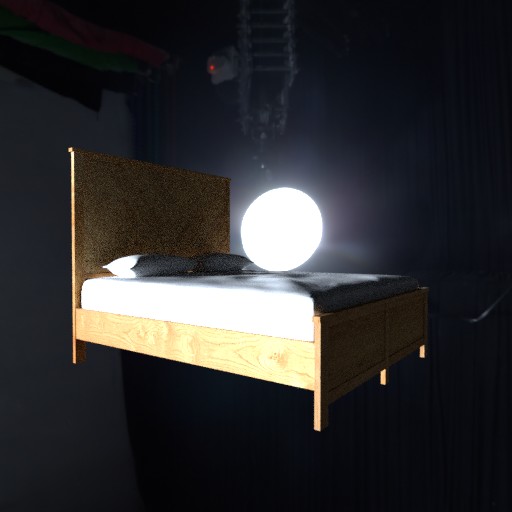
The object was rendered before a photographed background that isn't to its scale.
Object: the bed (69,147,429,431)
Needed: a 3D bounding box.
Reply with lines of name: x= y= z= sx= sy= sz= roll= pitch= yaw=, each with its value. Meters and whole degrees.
bed: x=0.000 y=0.000 z=3.605 sx=2.201 sy=1.686 sz=1.936 roll=1 pitch=2 yaw=36
